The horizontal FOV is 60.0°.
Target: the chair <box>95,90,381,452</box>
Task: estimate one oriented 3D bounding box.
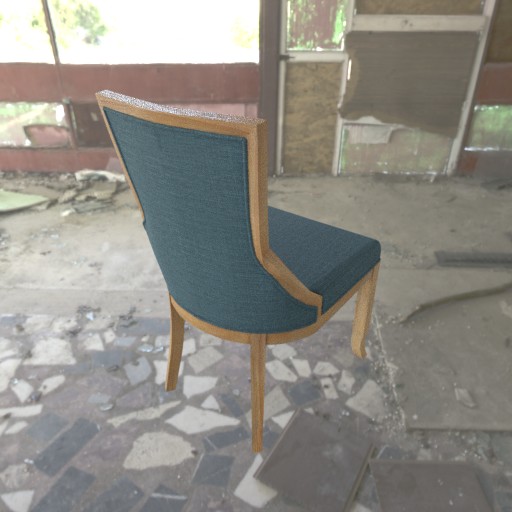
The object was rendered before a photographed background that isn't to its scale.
[{"bbox_3d":[0.000,0.000,1.293,0.524,0.947,0.641,22,37,32],"label":"chair"}]
